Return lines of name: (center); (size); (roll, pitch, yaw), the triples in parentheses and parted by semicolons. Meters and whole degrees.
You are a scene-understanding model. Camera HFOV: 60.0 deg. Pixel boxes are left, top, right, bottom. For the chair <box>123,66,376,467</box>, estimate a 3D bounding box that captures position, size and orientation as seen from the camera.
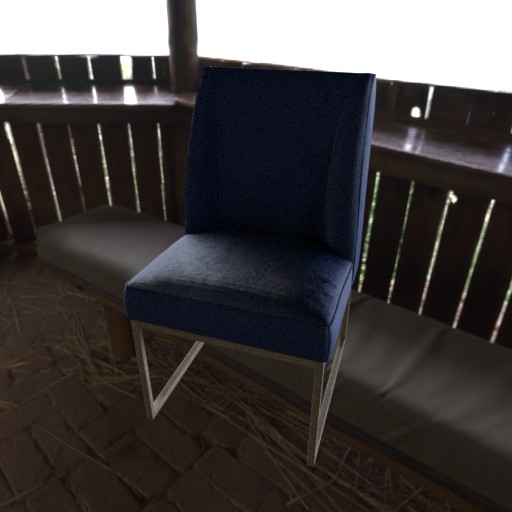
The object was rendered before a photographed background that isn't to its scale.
chair: (0.000, 0.000, 1.170); (0.508, 0.863, 0.522); (9, 31, 16)
